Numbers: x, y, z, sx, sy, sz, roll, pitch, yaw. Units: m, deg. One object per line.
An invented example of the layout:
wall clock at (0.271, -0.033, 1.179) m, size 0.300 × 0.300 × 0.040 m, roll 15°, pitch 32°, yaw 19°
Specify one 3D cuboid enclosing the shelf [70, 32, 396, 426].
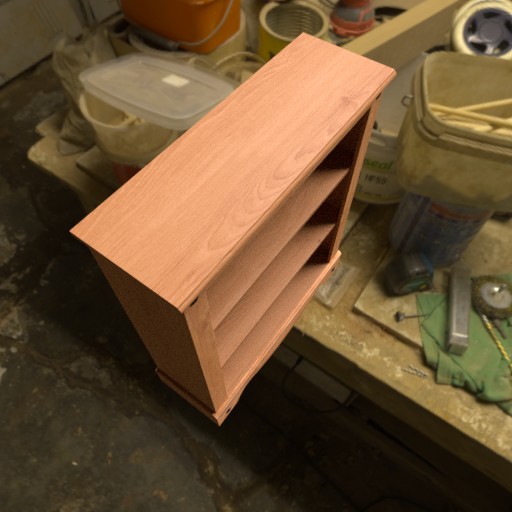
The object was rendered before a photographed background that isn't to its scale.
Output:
shelf at (0.000, 0.000, 1.417) m, size 0.291 × 0.980 × 0.840 m, roll 32°, pitch 63°, yaw 18°
